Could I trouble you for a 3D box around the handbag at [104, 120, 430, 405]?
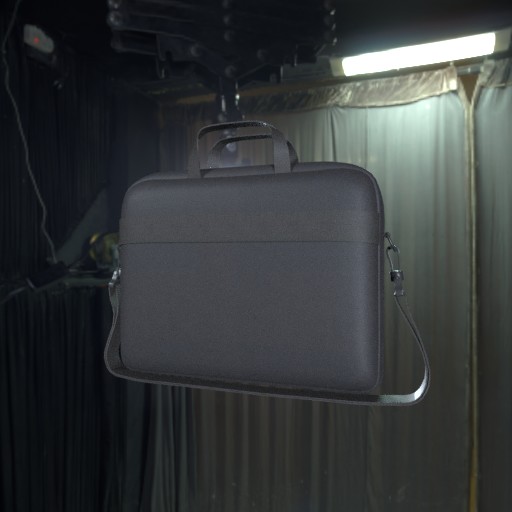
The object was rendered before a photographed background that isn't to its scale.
[{"bbox_3d":[0.000,0.000,0.591,0.429,0.330,0.126,0,0,19],"label":"handbag"}]
